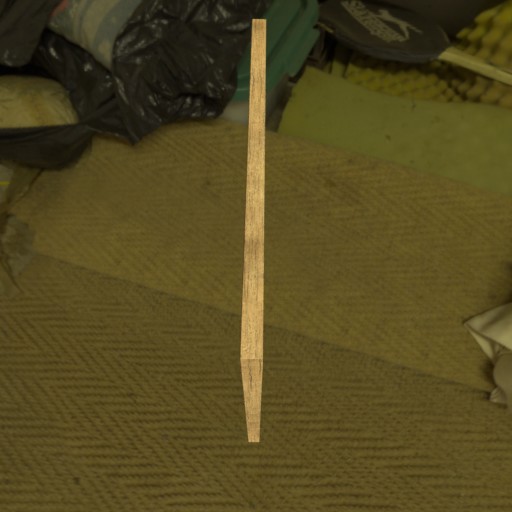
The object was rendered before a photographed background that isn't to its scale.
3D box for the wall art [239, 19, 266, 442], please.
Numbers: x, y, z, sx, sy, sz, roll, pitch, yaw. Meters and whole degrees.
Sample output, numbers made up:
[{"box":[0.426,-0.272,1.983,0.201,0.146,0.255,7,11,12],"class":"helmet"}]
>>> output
[{"box":[0.000,0.000,1.009,0.029,0.691,0.695,1,60,1],"class":"wall art"}]
